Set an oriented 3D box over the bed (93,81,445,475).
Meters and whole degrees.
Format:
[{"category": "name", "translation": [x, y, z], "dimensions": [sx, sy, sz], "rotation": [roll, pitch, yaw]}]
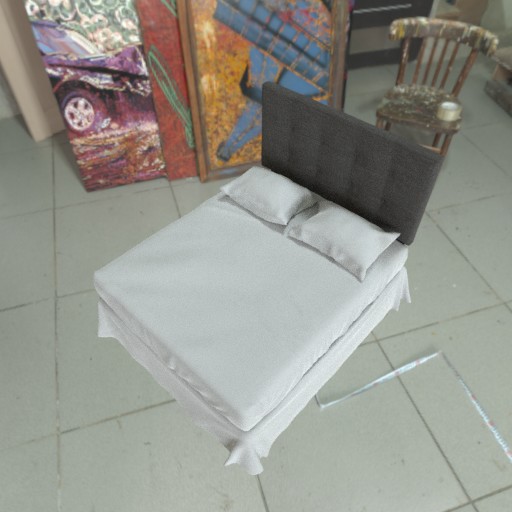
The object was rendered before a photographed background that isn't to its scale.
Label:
[{"category": "bed", "translation": [0.000, 0.000, 3.444], "dimensions": [1.936, 1.577, 2.222], "rotation": [34, 56, 27]}]
